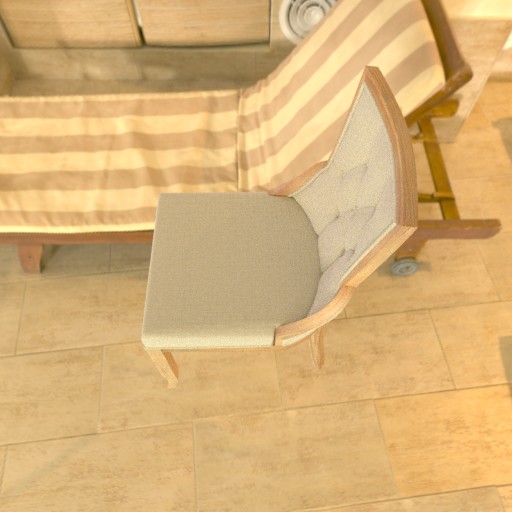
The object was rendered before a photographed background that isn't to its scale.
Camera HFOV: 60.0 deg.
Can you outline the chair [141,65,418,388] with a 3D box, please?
[{"bbox_3d":[0.000,0.000,1.315,0.641,0.947,0.524,-1,59,-1],"label":"chair"}]
